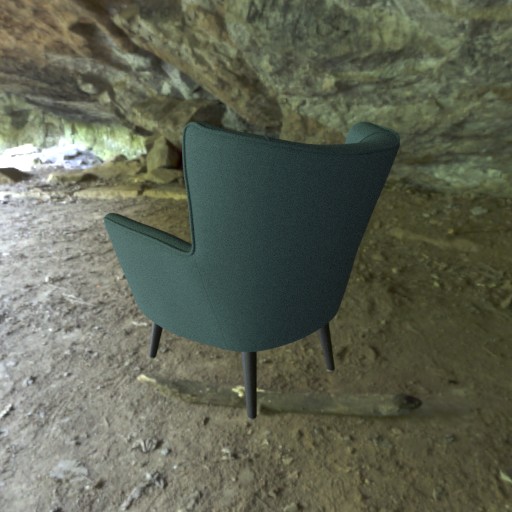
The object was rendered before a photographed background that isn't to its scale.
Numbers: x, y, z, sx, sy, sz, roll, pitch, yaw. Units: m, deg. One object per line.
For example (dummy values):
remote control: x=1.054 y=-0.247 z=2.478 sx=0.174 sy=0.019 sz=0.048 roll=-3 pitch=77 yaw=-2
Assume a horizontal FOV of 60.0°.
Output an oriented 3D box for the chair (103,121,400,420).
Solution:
chair: x=0.000 y=0.000 z=1.605 sx=0.781 sy=0.933 sz=0.888 roll=-15 pitch=23 yaw=-41
